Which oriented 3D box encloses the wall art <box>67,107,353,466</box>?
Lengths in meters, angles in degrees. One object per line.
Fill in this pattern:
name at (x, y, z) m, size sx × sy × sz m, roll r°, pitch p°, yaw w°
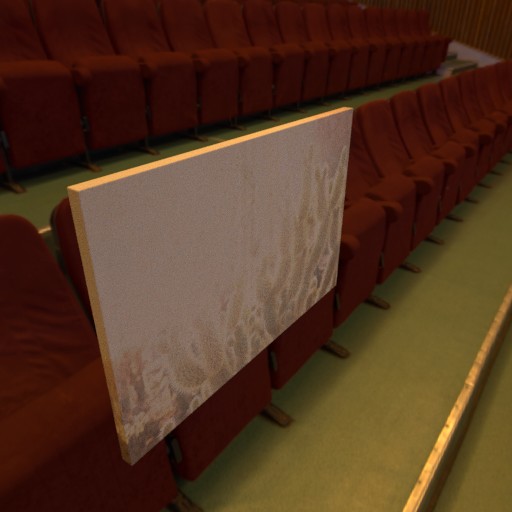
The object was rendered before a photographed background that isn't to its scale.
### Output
wall art at (0.000, 0.000, 1.405) m, size 0.041 × 0.758 × 1.142 m, roll 19°, pitch 33°, yaw 32°
